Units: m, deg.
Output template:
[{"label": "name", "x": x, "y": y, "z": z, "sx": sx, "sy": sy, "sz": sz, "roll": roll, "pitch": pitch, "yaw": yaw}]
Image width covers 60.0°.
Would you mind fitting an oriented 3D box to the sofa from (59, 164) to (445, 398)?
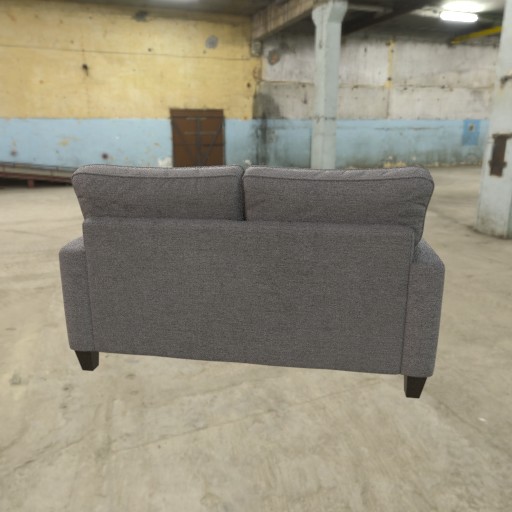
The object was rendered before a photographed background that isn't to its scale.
[{"label": "sofa", "x": 0.000, "y": 0.000, "z": 2.289, "sx": 1.651, "sy": 0.965, "sz": 0.965, "roll": 2, "pitch": 15, "yaw": 9}]
